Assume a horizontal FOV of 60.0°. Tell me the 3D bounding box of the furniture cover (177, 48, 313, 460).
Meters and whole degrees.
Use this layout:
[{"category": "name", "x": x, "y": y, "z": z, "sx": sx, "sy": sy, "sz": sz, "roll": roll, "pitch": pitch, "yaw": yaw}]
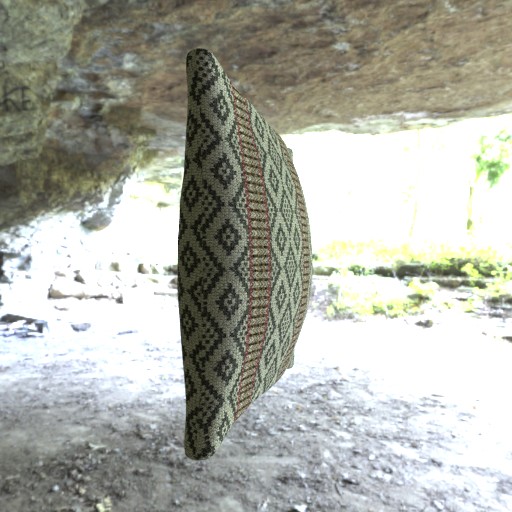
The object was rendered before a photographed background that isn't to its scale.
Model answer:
[{"category": "furniture cover", "x": 0.000, "y": 0.000, "z": 0.778, "sx": 0.182, "sy": 0.506, "sz": 0.503, "roll": 0, "pitch": -1, "yaw": 17}]
